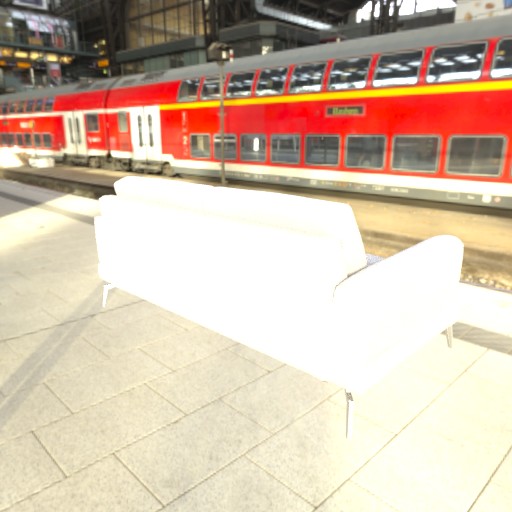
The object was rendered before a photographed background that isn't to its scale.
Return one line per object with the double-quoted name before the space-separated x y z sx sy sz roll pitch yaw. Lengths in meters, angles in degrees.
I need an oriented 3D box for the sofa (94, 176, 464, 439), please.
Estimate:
"sofa" 0.000 0.000 2.750 2.177 0.930 1.121 15 22 41
